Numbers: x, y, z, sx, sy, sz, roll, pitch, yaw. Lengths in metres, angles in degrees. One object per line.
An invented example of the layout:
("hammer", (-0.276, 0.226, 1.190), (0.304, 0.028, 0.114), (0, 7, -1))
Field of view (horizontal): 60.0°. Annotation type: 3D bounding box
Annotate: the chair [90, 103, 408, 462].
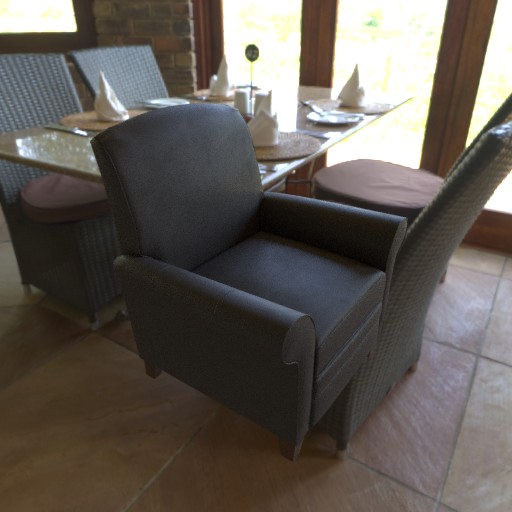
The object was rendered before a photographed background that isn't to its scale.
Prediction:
("chair", (0.000, 0.000, 1.758), (0.902, 1.061, 0.978), (19, 33, 31))
